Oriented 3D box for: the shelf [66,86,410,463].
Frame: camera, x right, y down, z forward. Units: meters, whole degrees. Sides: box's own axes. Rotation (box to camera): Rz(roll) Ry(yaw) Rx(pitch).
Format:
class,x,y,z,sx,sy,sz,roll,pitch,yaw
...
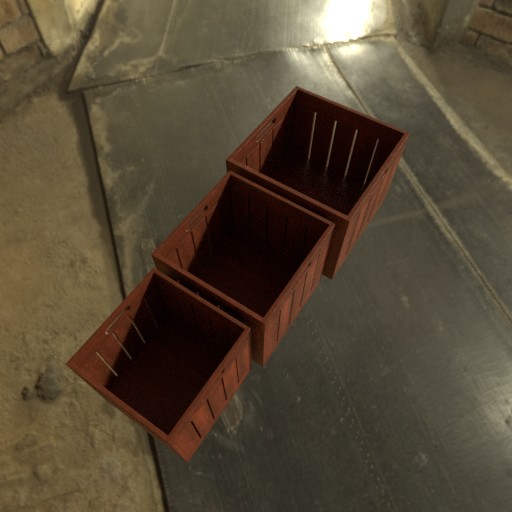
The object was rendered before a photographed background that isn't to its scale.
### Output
class,x,y,z,sx,sy,sz,roll,pitch,yaw
shelf,0.000,0.000,1.271,0.393,0.311,1.064,29,62,17
